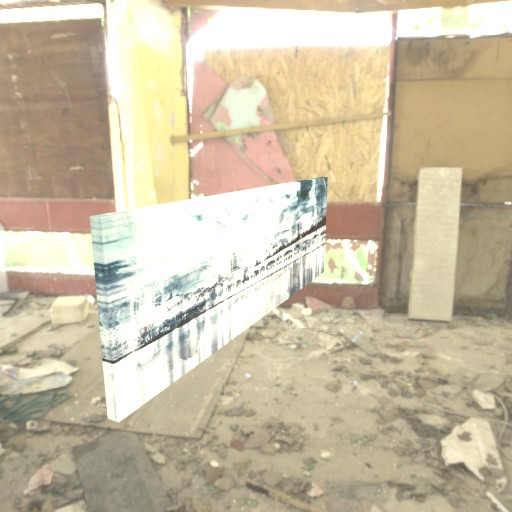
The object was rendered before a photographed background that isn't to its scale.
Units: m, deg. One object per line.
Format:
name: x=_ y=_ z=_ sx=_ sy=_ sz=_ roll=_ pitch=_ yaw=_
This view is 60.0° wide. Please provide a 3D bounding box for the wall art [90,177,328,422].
wall art: x=0.000 y=0.000 z=1.690 sx=0.037 sy=0.509 sz=1.524 roll=7 pitch=15 yaw=27
